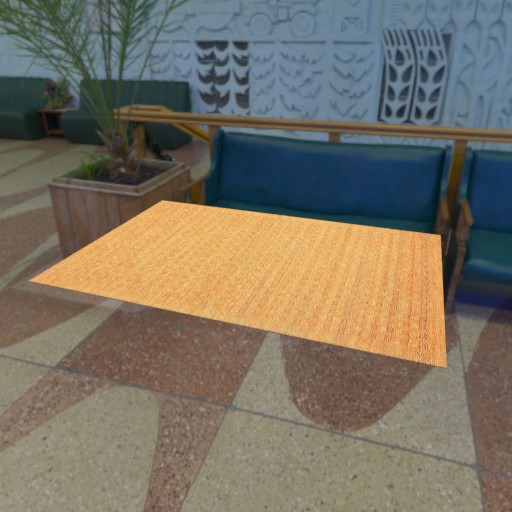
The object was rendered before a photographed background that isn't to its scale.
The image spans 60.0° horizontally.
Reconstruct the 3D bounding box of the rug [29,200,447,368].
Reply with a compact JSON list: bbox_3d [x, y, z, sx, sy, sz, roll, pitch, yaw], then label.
[{"bbox_3d":[0.000,0.000,2.899,2.285,0.006,1.524,9,28,17],"label":"rug"}]
